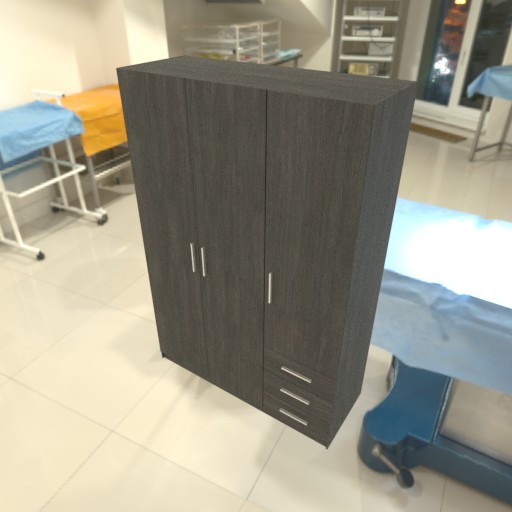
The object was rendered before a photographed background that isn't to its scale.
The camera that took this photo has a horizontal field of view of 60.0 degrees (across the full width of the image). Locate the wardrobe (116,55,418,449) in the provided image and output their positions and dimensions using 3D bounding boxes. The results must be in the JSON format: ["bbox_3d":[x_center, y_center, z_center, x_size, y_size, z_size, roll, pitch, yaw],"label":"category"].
[{"bbox_3d":[0.000,0.000,2.482,1.290,1.910,0.510,20,37,28],"label":"wardrobe"}]
